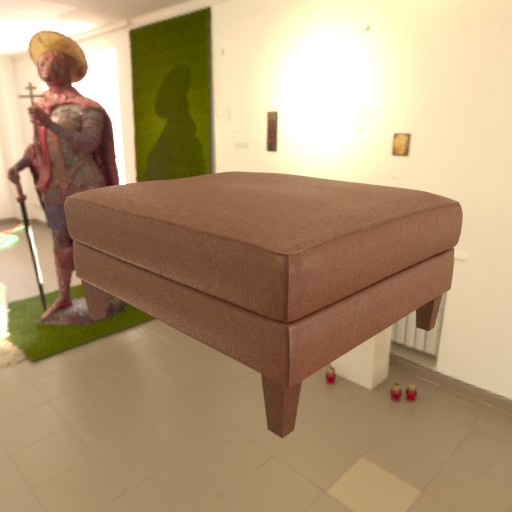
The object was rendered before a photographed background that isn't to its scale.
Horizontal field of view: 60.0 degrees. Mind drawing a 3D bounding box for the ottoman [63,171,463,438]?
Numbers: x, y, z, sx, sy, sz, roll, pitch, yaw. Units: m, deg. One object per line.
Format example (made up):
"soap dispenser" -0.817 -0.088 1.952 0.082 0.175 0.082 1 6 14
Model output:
"ottoman" 0.000 0.000 1.437 0.987 0.472 0.836 16 22 42
